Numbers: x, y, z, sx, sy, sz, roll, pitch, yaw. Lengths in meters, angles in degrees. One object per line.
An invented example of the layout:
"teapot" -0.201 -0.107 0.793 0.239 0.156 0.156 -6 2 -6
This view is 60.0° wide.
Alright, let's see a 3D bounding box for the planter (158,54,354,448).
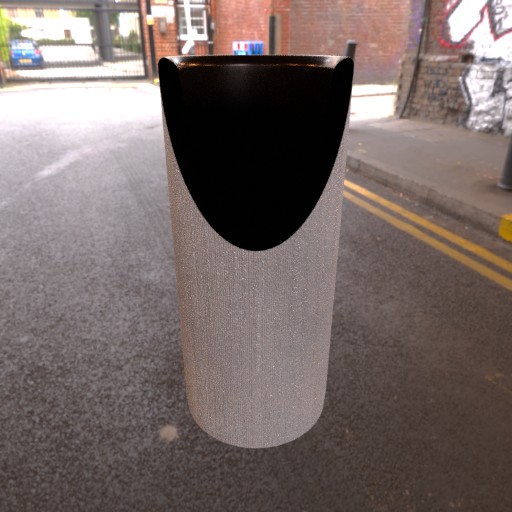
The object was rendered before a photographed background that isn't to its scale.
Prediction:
"planter" 0.000 0.000 0.126 0.045 0.103 0.045 8 27 16
